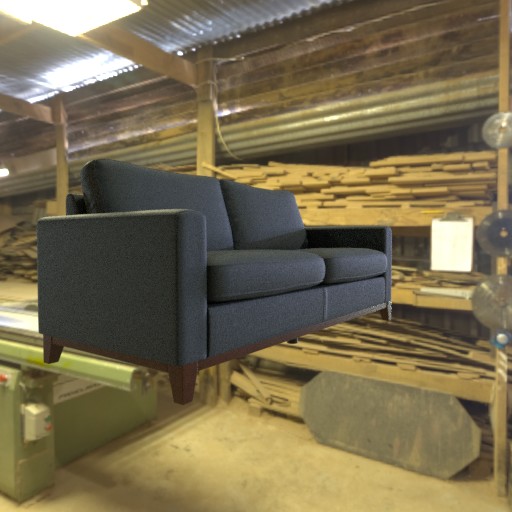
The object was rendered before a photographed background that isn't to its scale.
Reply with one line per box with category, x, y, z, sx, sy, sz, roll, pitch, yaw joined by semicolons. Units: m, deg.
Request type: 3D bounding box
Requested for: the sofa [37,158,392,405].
sofa;0.000;0.000;2.347;0.877;0.865;1.900;1;2;36
